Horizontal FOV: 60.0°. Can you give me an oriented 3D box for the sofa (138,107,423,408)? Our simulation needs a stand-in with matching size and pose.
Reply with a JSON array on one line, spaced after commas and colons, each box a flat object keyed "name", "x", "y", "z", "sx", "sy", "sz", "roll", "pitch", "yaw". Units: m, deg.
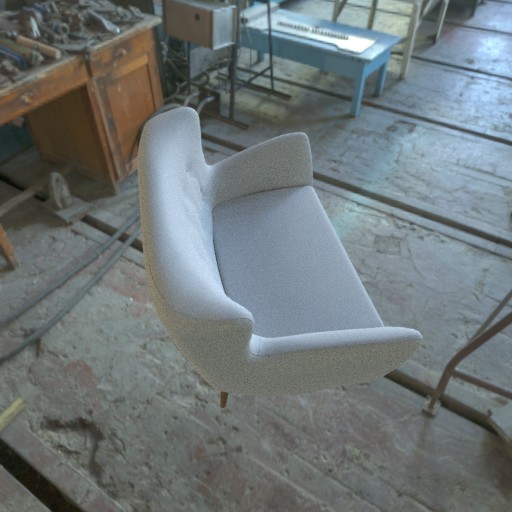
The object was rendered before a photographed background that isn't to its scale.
[{"name": "sofa", "x": 0.000, "y": 0.000, "z": 2.050, "sx": 0.921, "sy": 0.878, "sz": 1.424, "roll": -9, "pitch": 47, "yaw": -9}]
